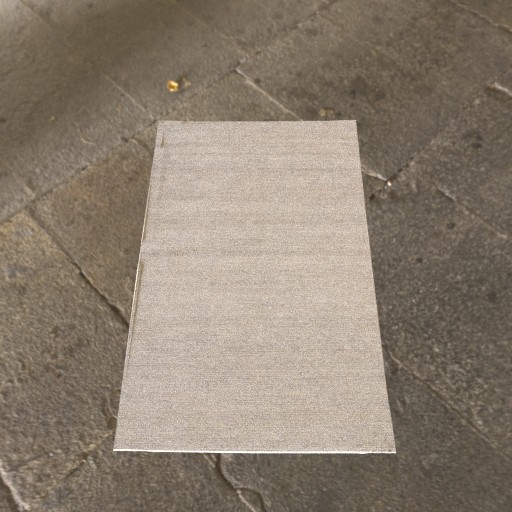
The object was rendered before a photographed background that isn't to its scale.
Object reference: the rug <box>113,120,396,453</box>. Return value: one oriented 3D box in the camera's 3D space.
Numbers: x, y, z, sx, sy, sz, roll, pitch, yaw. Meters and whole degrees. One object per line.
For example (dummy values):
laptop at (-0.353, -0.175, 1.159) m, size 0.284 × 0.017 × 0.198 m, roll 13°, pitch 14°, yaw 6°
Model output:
rug at (0.000, 0.000, 2.241) m, size 1.179 × 0.022 × 1.820 m, roll 0°, pitch 64°, yaw 0°
